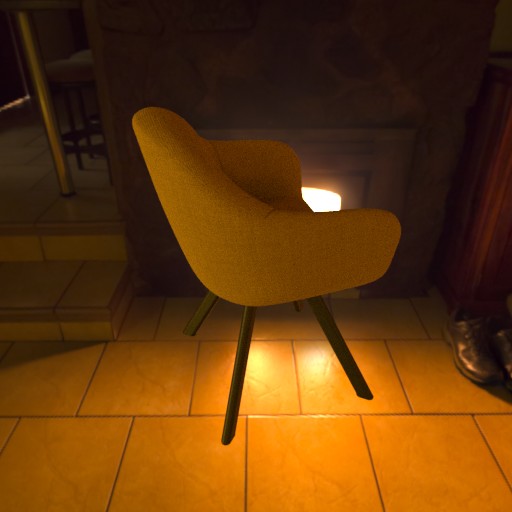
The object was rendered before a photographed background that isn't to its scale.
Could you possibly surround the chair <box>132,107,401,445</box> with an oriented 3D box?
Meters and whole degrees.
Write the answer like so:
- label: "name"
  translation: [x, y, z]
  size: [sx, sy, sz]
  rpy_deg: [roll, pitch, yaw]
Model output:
- label: "chair"
  translation: [0.000, 0.000, 1.198]
  size: [0.550, 0.795, 0.590]
  rpy_deg: [-10, 32, -17]
